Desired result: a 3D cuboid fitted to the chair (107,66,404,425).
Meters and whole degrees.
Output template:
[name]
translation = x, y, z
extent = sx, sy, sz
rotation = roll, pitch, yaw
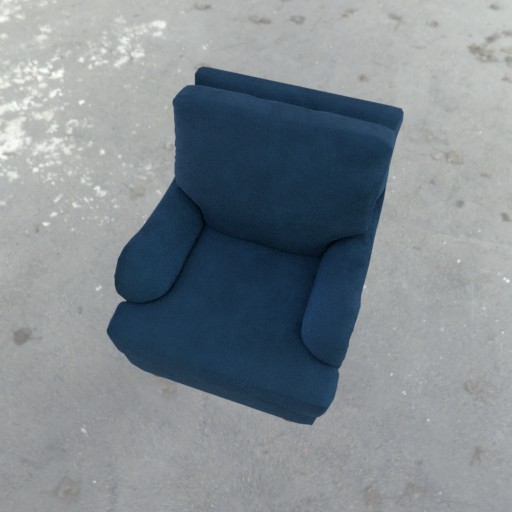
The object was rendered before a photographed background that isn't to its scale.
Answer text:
[chair]
translation = 0.000, 0.000, 1.843
extent = 0.895, 1.076, 1.078
rotation = 16, 60, 10
